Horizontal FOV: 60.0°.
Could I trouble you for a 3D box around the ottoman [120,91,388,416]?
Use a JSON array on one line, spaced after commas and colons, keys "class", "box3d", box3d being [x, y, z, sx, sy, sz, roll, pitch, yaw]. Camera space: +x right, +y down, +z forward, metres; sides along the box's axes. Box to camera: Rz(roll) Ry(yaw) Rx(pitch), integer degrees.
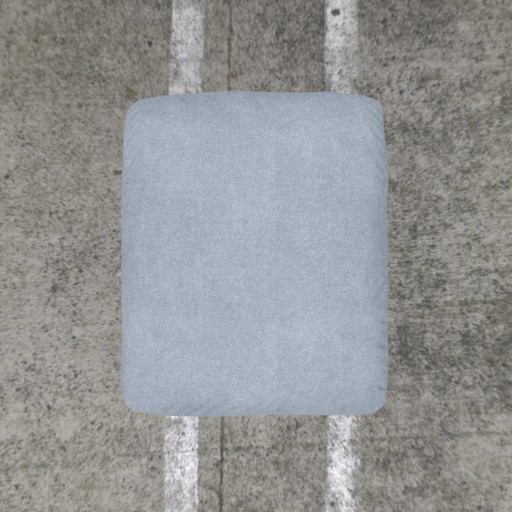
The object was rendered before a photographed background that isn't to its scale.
[{"class": "ottoman", "box3d": [0.000, 0.000, 1.254, 0.683, 0.481, 0.837, 0, 90, 1]}]
